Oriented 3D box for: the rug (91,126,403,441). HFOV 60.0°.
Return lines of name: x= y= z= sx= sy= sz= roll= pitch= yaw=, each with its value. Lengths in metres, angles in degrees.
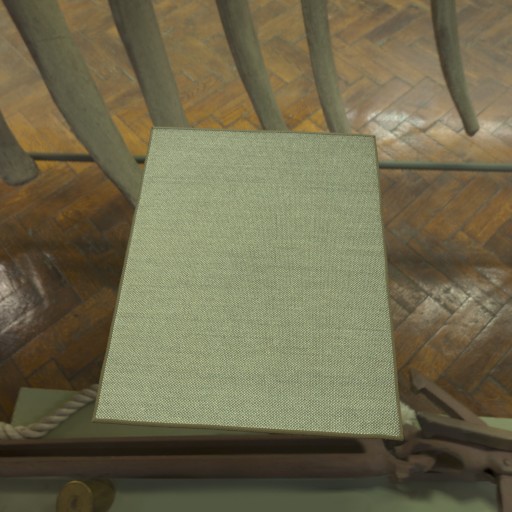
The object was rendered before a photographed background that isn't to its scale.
rug: x=0.000 y=0.000 z=4.083 sx=2.413 sy=0.020 sz=3.041 roll=3 pitch=63 yaw=1
